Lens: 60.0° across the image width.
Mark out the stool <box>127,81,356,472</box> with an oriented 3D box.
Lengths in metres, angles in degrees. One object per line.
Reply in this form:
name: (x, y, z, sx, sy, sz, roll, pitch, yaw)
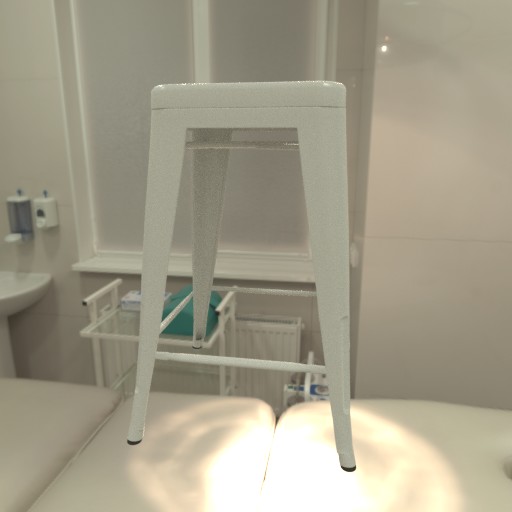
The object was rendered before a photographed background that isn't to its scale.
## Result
stool: (0.000, 0.000, 0.874, 0.406, 0.610, 0.406, 3, 15, 10)
